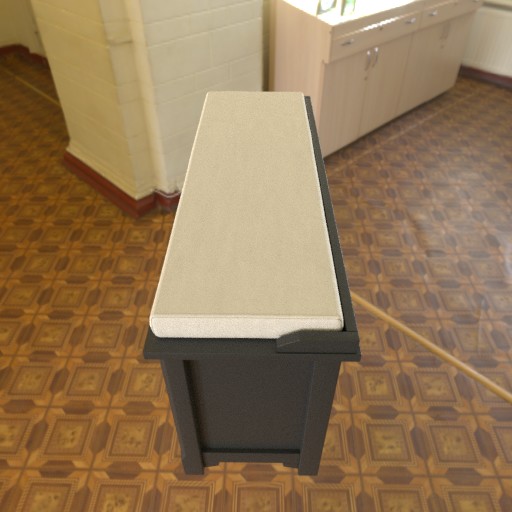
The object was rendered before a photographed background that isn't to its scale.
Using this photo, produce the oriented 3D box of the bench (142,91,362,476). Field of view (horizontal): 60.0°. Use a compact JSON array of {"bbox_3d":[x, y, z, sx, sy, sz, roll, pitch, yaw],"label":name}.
[{"bbox_3d":[0.000,0.000,1.206,0.345,0.561,0.973,1,41,1],"label":"bench"}]
